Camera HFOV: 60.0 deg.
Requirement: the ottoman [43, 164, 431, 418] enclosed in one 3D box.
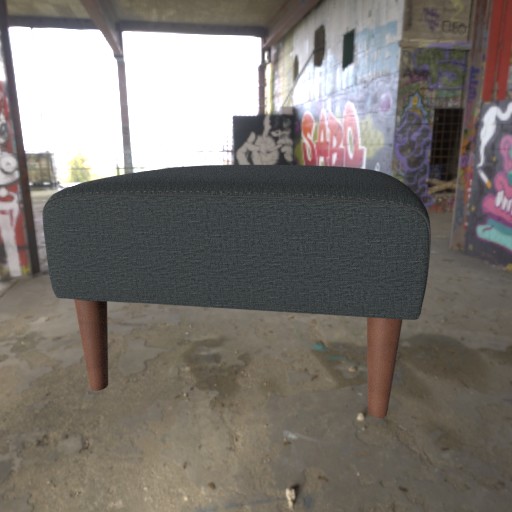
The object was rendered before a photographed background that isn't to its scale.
[{"bbox_3d":[0.000,0.000,1.021,0.649,0.398,0.650,2,14,9],"label":"ottoman"}]
